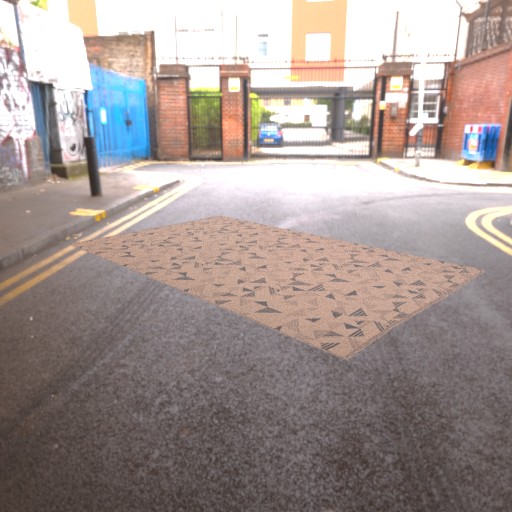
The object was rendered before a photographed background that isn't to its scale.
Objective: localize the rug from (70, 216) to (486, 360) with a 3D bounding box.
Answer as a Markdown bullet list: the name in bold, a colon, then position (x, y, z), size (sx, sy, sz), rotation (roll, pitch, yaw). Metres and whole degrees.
- **rug**: position (0.000, 0.000, 3.012), size (2.457, 0.009, 1.512), rotation (15, 22, 42)
